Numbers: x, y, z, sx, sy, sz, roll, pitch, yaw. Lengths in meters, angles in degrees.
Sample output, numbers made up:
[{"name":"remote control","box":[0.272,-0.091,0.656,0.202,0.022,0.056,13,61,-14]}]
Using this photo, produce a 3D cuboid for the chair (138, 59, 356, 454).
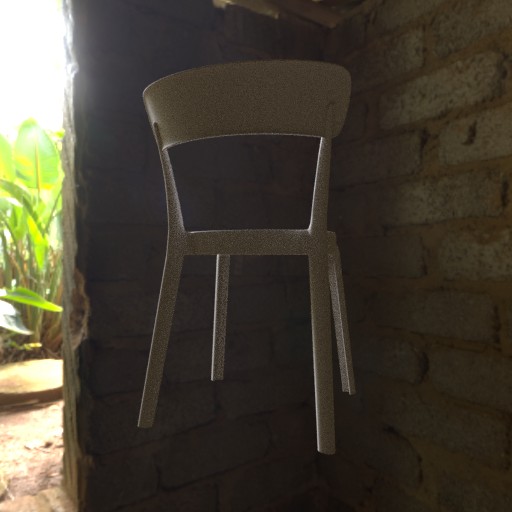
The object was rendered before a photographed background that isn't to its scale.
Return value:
[{"name":"chair","box":[0.000,0.000,1.134,0.506,0.790,0.491,0,0,19]}]
